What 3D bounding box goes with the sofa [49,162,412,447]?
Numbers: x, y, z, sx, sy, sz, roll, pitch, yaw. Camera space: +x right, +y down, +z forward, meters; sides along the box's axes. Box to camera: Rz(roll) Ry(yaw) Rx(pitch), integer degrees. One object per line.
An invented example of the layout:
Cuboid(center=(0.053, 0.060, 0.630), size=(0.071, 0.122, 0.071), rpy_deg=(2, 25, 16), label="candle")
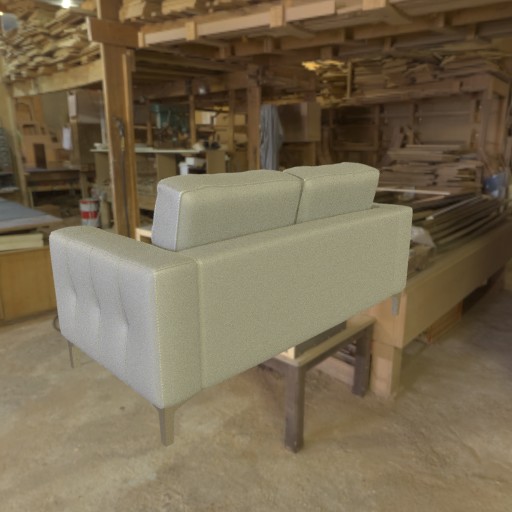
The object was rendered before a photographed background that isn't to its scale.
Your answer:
Cuboid(center=(0.000, 0.000, 2.226), size=(0.833, 0.893, 1.726), rpy_deg=(15, 21, 43), label="sofa")
